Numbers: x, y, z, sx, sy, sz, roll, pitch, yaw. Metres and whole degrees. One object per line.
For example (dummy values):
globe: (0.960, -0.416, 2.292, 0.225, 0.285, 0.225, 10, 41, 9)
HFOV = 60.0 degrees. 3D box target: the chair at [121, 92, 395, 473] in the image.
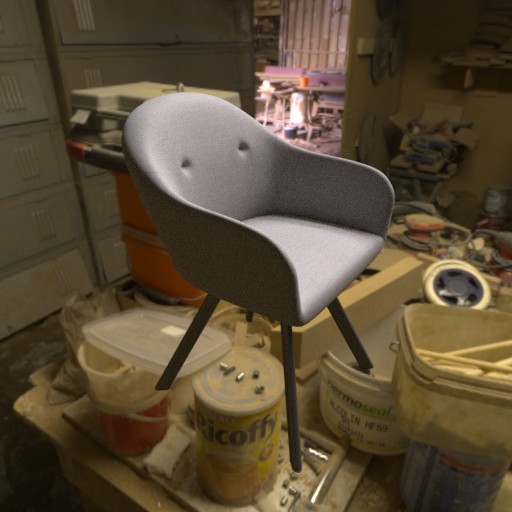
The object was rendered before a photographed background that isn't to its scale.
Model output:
chair: (0.000, 0.000, 1.169, 0.570, 0.780, 0.540, 17, 31, 31)
